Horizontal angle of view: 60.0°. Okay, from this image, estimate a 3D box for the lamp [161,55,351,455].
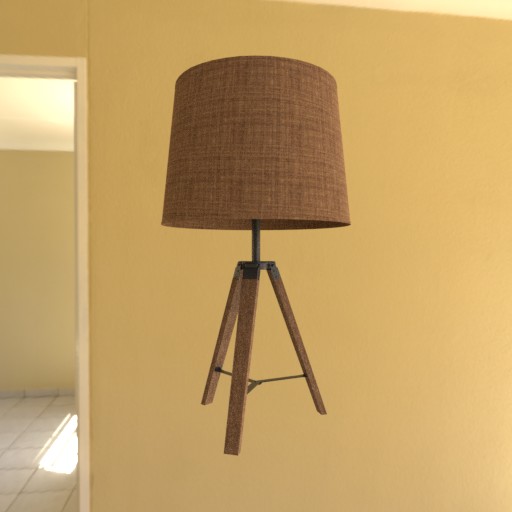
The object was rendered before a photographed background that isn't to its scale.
[{"bbox_3d":[0.000,0.000,0.692,0.290,0.514,0.290,0,1,0],"label":"lamp"}]
